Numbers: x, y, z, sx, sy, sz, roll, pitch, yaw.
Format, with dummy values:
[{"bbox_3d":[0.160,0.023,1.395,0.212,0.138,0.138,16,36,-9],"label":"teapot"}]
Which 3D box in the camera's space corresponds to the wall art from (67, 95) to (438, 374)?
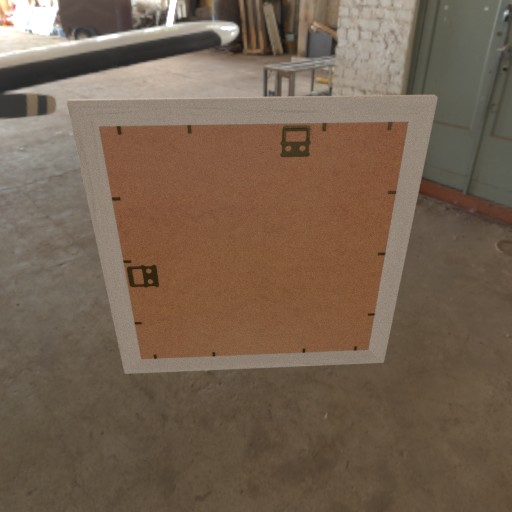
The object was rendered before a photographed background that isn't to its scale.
[{"bbox_3d":[0.000,0.000,0.851,0.584,0.584,0.013,-2,31,-3],"label":"wall art"}]
